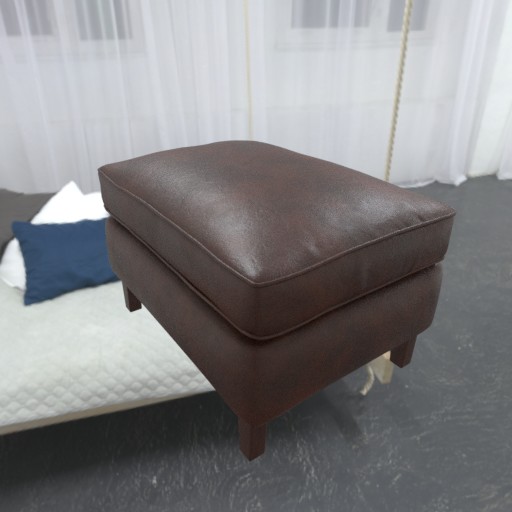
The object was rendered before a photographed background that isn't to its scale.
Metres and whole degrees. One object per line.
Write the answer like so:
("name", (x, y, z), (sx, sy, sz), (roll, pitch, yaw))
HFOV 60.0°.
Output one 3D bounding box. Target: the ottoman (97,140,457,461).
("ottoman", (0.000, 0.000, 0.990), (0.501, 0.432, 0.665), (-18, 33, -31))
